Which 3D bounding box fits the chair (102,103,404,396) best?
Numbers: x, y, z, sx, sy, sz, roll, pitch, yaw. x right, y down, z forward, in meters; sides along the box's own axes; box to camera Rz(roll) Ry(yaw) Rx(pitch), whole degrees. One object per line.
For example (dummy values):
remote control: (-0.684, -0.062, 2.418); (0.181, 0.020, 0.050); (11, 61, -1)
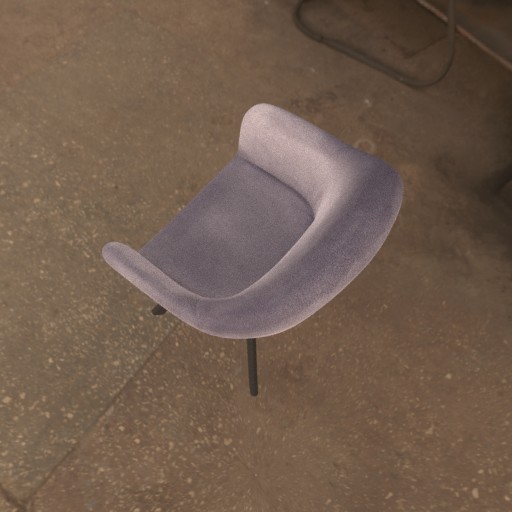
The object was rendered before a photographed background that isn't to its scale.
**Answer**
chair: (0.000, 0.000, 1.166); (0.540, 0.780, 0.570); (35, 69, 16)
